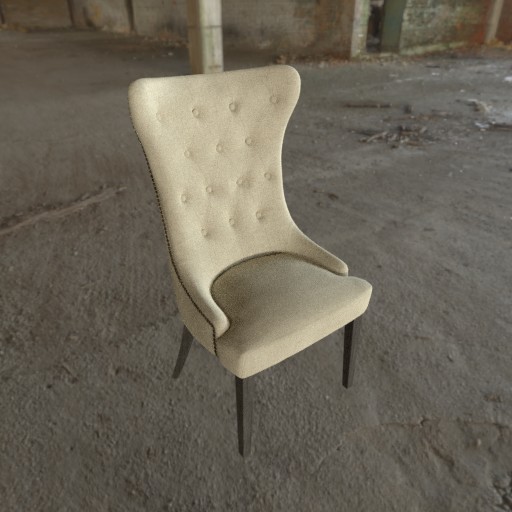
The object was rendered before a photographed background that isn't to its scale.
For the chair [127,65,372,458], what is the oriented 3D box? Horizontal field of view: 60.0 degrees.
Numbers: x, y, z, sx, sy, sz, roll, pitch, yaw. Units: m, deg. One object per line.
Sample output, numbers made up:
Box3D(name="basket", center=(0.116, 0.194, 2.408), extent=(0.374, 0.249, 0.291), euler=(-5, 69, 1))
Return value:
Box3D(name="chair", center=(0.000, 0.000, 1.423), extent=(0.584, 1.065, 0.590), euler=(-21, 36, -31))
